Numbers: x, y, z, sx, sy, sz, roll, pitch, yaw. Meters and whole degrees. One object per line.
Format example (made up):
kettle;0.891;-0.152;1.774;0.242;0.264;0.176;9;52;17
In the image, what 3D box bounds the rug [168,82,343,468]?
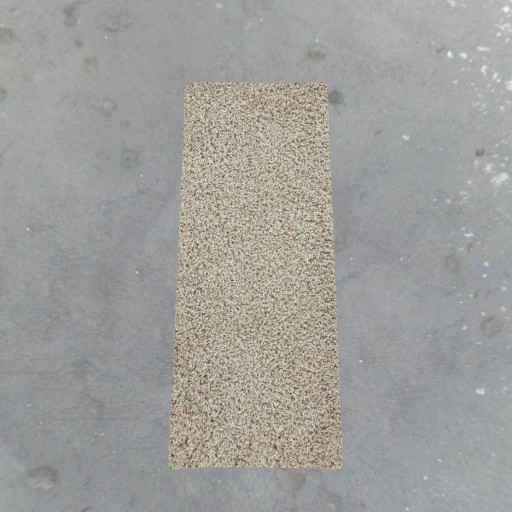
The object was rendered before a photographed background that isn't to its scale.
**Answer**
rug;0.000;0.000;1.724;0.609;0.030;1.524;0;76;0
